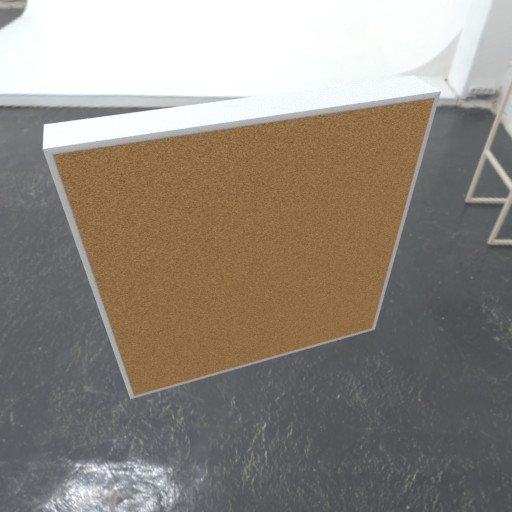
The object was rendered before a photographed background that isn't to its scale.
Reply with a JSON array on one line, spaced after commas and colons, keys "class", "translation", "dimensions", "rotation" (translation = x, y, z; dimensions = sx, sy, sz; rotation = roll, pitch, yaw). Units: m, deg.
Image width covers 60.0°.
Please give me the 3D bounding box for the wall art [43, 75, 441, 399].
[{"class": "wall art", "translation": [0.000, 0.000, 0.439], "dimensions": [0.305, 0.304, 0.038], "rotation": [-13, 43, -14]}]
